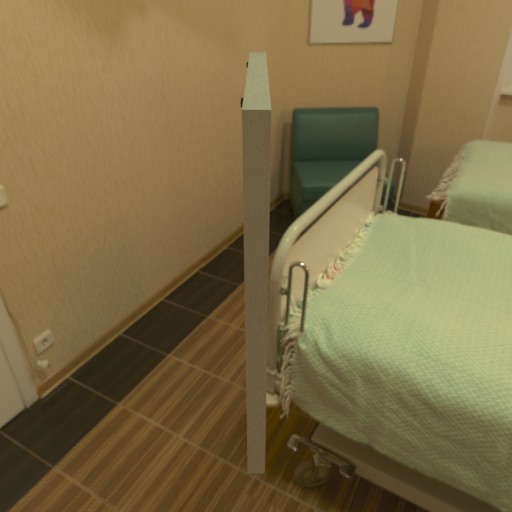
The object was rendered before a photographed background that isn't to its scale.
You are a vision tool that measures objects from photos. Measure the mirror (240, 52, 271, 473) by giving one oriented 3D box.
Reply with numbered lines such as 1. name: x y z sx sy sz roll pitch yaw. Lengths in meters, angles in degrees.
1. mirror: 0.000 0.000 0.916 0.039 0.710 0.507 0 32 0
